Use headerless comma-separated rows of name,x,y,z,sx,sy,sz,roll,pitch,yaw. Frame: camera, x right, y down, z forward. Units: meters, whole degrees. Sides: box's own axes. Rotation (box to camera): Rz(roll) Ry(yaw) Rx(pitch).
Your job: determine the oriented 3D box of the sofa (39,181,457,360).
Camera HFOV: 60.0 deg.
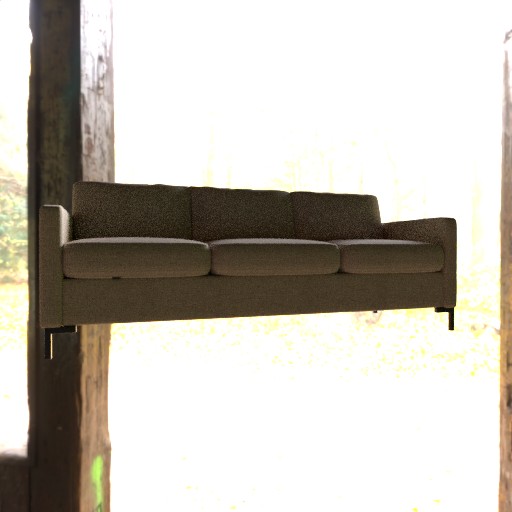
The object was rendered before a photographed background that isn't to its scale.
sofa,0.000,0.000,2.615,2.218,0.874,0.859,0,1,-18
